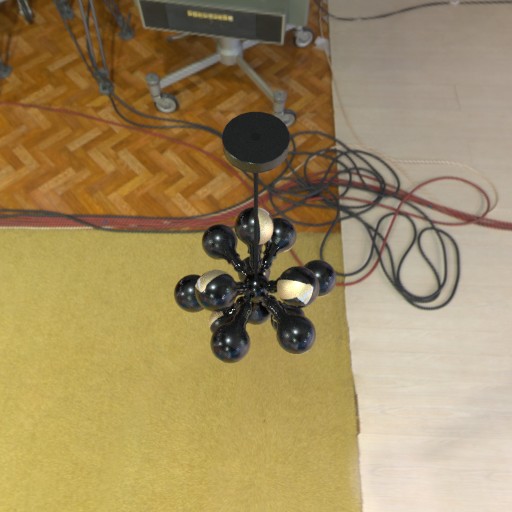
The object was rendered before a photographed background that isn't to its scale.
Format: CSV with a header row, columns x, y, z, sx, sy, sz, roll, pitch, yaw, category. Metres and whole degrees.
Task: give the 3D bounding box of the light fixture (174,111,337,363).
x,y,z,sx,sy,sz,roll,pitch,yaw,category
0.000,0.000,1.101,0.420,0.859,0.468,-34,68,-16,light fixture
